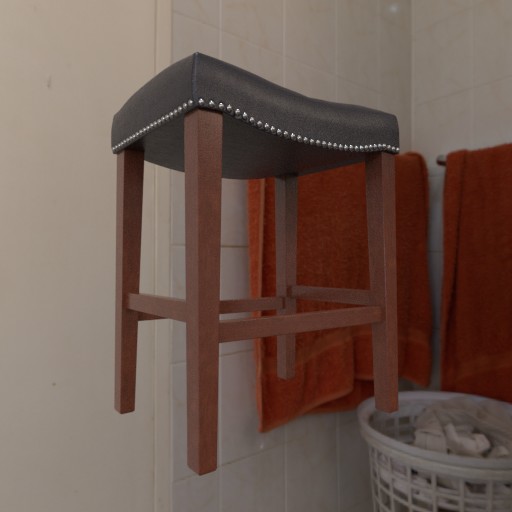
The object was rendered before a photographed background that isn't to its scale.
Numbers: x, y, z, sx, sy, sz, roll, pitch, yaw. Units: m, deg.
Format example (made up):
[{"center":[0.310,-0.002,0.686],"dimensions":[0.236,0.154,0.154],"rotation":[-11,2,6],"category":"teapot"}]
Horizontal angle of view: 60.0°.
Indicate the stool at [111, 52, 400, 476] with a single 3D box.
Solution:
[{"center":[0.000,0.000,0.940],"dimensions":[0.504,0.654,0.372],"rotation":[0,-1,-37],"category":"stool"}]
